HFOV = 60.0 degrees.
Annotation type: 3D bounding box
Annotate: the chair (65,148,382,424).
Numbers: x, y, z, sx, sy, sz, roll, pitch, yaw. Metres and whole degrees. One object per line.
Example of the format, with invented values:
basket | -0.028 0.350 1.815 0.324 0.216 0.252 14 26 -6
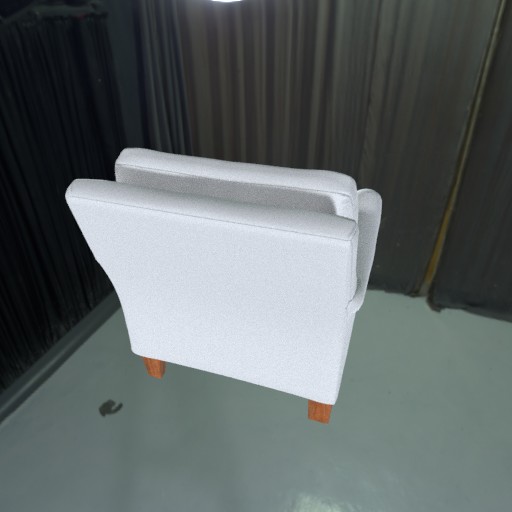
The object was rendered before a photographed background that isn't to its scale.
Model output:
chair | 0.000 0.000 1.880 0.955 1.038 1.070 10 34 15
